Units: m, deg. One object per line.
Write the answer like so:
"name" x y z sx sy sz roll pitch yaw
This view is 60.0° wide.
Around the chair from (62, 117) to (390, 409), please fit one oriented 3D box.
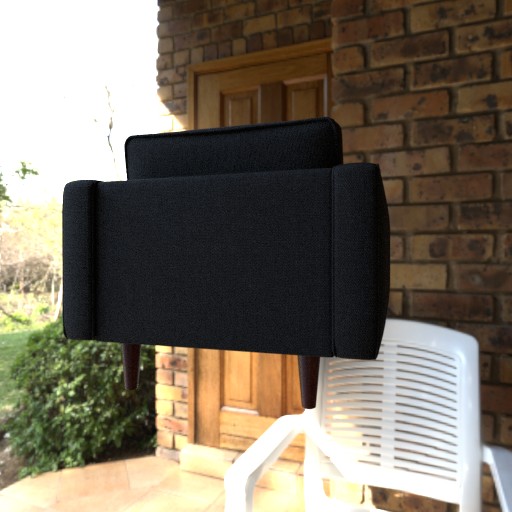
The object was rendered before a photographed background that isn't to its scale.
"chair" 0.000 0.000 1.561 0.899 0.770 0.919 0 0 18
